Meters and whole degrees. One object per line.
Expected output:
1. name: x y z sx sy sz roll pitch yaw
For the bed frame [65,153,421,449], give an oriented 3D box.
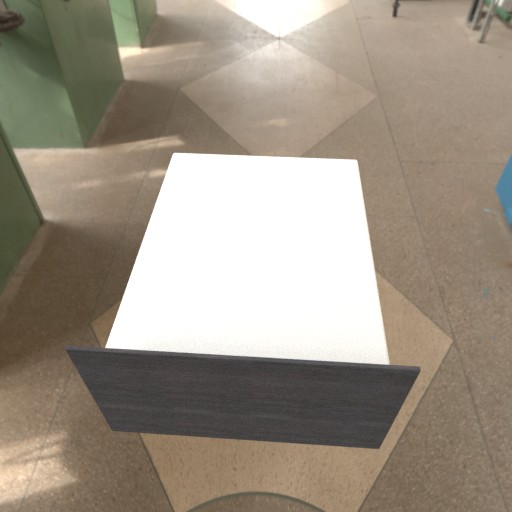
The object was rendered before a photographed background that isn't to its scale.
1. bed frame: 0.000 0.000 2.683 1.400 0.800 1.900 3 46 3
